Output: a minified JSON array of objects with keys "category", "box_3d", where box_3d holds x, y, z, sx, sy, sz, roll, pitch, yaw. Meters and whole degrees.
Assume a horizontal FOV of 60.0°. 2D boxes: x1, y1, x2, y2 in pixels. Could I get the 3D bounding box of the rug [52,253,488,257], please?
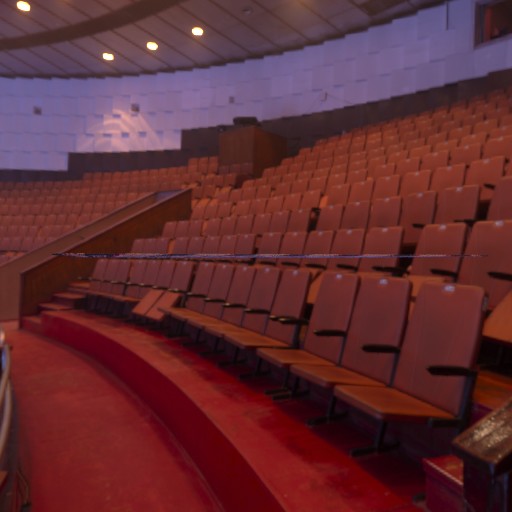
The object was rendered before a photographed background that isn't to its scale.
[{"category":"rug","box_3d":[0.000,0.000,2.907,2.311,0.010,1.522,0,-1,-18]}]
